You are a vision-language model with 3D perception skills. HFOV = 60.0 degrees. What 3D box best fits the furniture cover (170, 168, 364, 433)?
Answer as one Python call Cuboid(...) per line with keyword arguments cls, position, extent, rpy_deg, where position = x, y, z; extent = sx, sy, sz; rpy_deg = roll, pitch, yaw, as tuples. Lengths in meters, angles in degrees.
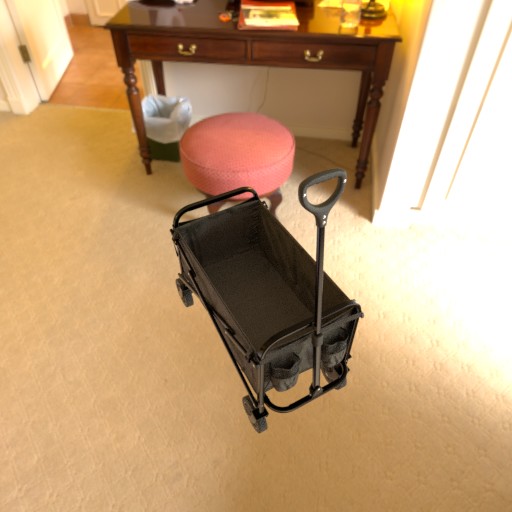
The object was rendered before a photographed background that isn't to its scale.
Cuboid(cls="furniture cover", position=(0.000, 0.000, 1.876), extent=(0.532, 1.295, 1.038), rpy_deg=(-22, 49, -20))
